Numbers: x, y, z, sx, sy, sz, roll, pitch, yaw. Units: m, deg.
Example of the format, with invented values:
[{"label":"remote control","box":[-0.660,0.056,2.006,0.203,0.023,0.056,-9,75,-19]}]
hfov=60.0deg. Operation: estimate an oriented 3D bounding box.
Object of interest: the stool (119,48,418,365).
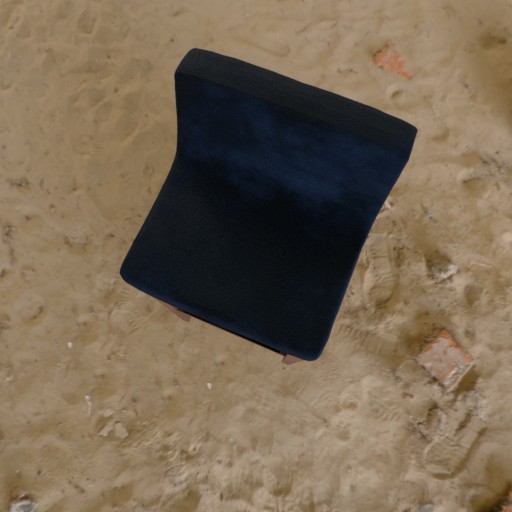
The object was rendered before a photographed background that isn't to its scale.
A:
[{"label":"stool","box":[0.000,0.000,1.321,0.511,1.037,0.500,22,75,6]}]
